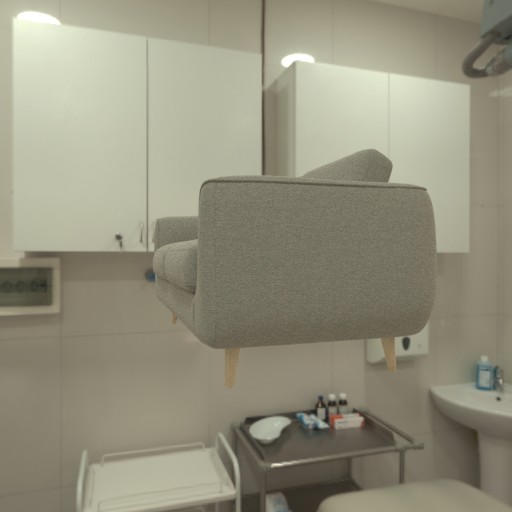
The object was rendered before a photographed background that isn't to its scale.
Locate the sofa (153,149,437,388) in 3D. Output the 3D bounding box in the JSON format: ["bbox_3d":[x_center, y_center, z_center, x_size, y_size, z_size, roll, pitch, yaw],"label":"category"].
[{"bbox_3d":[0.000,0.000,2.205,0.920,0.850,1.700,0,0,-18],"label":"sofa"}]
